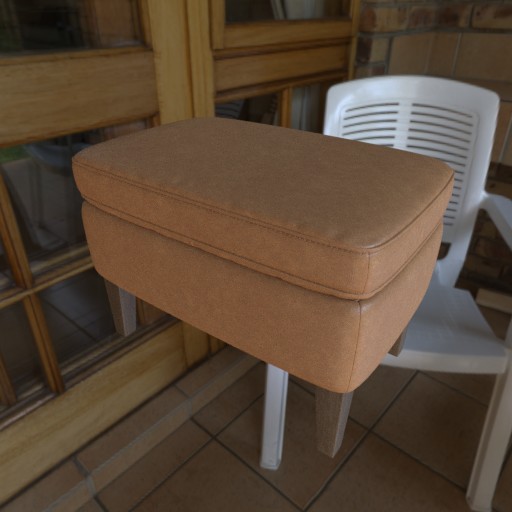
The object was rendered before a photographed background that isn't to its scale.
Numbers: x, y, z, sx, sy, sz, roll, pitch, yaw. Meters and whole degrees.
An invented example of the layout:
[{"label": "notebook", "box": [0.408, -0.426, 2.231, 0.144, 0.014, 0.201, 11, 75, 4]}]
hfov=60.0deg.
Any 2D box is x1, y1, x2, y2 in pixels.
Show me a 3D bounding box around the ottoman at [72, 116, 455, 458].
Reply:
[{"label": "ottoman", "box": [0.000, 0.000, 0.950, 0.670, 0.480, 0.420, 20, 36, 30]}]
